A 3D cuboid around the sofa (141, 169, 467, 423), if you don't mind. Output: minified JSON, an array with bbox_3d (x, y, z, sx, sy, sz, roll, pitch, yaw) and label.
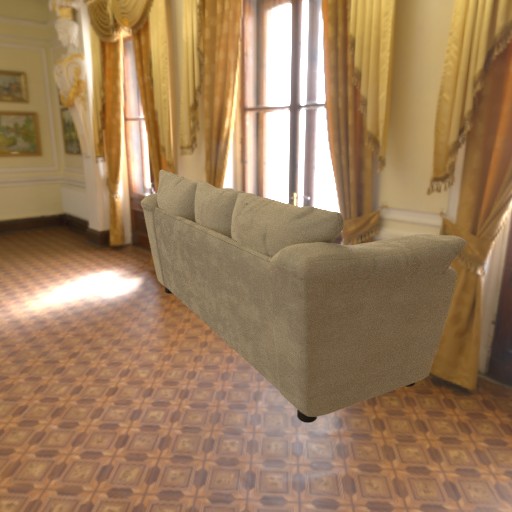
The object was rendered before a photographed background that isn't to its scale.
[{"bbox_3d":[0.000,0.000,2.807,0.893,0.981,2.377,-8,17,-28],"label":"sofa"}]
